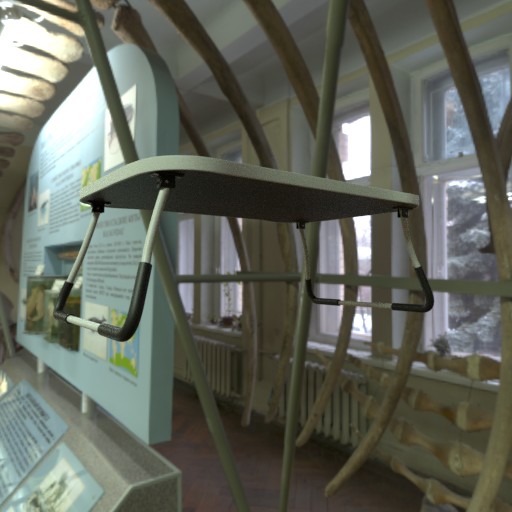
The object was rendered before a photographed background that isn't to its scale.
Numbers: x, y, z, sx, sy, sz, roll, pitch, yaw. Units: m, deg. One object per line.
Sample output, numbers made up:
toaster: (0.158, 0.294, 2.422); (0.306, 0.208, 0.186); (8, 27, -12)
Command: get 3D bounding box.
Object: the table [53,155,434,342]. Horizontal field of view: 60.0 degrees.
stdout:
table: (0.000, 0.000, 0.860); (0.660, 0.232, 0.400); (2, -3, -37)
